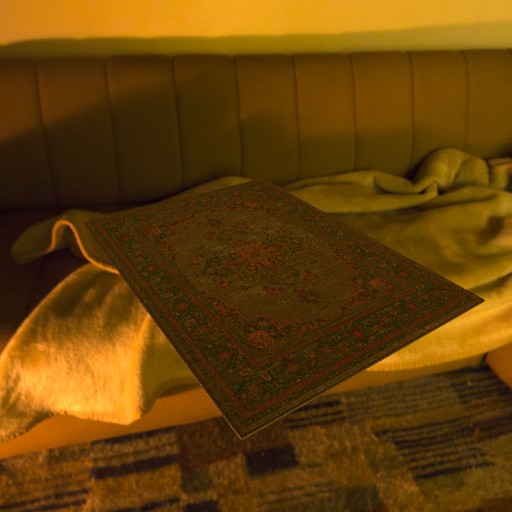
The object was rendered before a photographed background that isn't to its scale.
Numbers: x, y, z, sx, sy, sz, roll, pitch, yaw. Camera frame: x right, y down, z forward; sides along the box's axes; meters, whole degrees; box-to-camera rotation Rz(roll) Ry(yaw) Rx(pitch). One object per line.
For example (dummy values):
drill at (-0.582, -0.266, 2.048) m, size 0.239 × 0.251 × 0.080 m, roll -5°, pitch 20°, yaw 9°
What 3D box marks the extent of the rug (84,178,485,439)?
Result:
rug at (0.000, 0.000, 2.878) m, size 1.609 × 0.013 × 2.214 m, roll -19°, pitch 36°, yaw -28°
